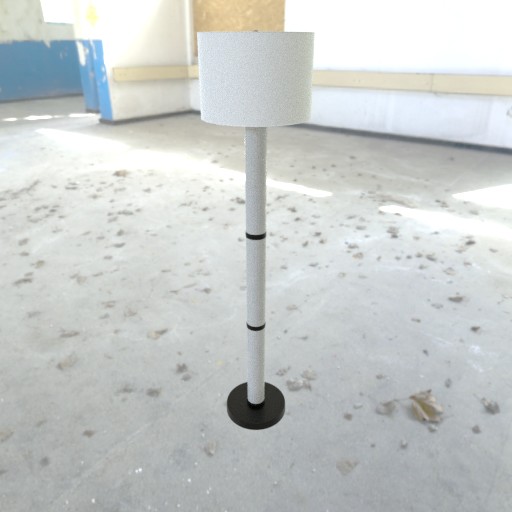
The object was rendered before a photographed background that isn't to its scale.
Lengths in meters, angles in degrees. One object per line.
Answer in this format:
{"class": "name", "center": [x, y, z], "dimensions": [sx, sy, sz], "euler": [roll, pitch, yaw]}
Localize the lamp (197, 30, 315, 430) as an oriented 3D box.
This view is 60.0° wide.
{"class": "lamp", "center": [0.000, 0.000, 1.762], "dimensions": [0.377, 1.599, 0.377], "euler": [19, 32, 33]}
